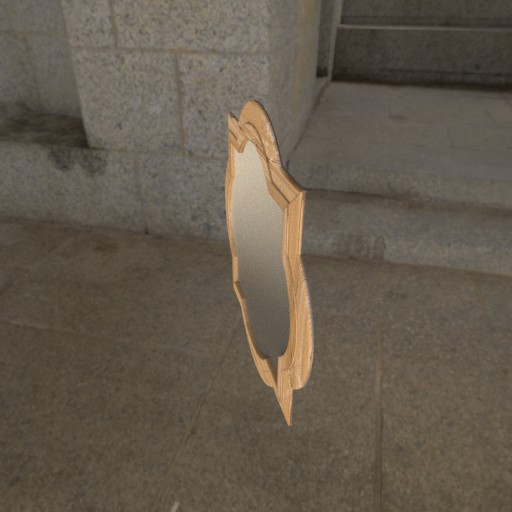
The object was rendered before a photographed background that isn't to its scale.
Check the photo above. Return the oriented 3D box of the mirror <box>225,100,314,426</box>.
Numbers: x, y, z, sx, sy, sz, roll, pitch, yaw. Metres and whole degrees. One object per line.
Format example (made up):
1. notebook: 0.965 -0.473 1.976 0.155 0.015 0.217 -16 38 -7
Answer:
1. mirror: 0.000 0.000 1.050 0.019 0.686 0.686 -8 32 -13
